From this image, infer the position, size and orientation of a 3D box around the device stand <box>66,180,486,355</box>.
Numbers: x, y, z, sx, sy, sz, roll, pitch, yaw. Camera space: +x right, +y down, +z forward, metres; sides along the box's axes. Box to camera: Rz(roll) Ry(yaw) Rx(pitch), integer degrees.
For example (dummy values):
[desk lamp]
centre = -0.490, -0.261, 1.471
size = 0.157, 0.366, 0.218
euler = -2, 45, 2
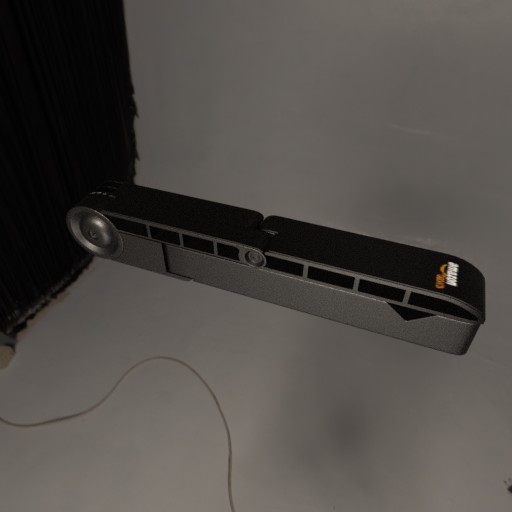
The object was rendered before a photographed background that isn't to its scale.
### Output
[device stand]
centre = 0.000, 0.000, 0.190
size = 0.179, 0.030, 0.026
euler = 14, 43, 16
